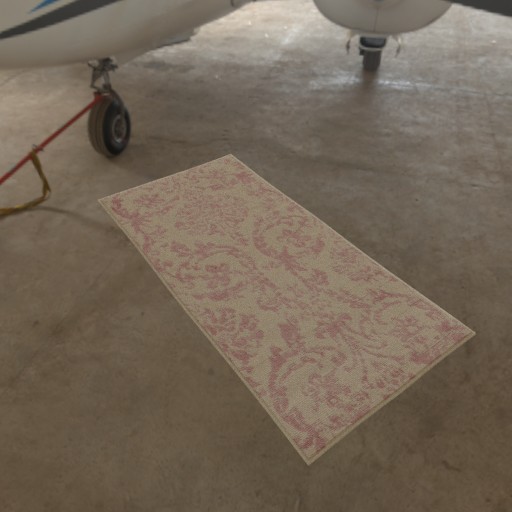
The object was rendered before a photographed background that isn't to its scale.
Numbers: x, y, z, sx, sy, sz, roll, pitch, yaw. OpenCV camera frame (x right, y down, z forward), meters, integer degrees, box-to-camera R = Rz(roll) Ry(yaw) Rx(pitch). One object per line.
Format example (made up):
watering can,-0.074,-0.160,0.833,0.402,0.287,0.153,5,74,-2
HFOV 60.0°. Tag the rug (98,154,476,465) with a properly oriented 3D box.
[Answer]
rug,0.000,0.000,1.447,0.604,0.007,1.219,-26,48,-26
